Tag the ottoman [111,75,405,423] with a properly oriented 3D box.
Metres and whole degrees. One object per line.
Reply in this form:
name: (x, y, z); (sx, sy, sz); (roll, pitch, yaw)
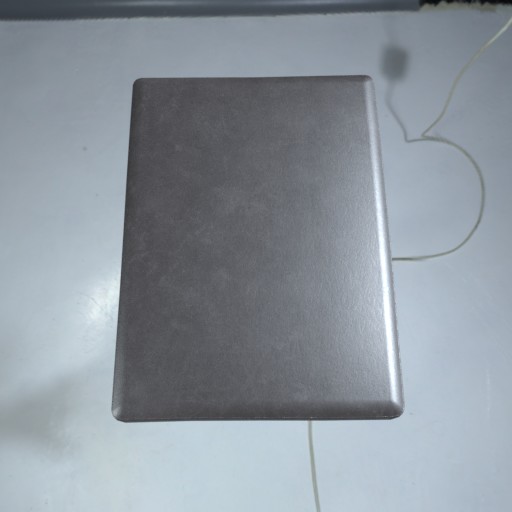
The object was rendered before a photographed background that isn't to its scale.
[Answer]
ottoman: (0.000, 0.000, 1.174); (0.590, 0.498, 0.795); (-1, 75, 0)
